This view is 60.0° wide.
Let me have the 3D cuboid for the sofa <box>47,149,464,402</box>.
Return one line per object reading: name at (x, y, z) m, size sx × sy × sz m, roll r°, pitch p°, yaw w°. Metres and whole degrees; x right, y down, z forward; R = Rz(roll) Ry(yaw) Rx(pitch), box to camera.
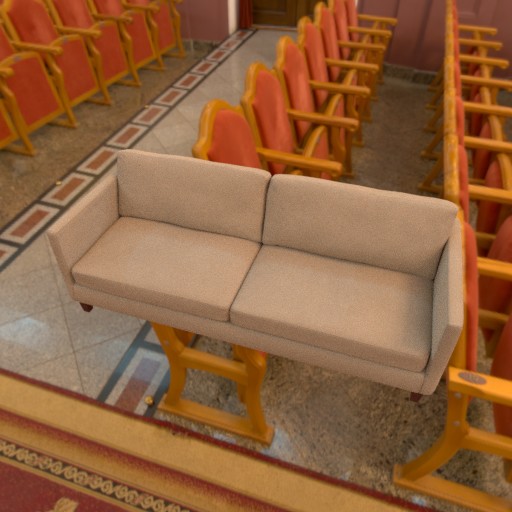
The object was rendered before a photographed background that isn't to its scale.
sofa at (0.000, 0.000, 2.876) m, size 2.404 × 0.912 × 0.988 m, roll 12°, pitch 42°, yaw 14°
